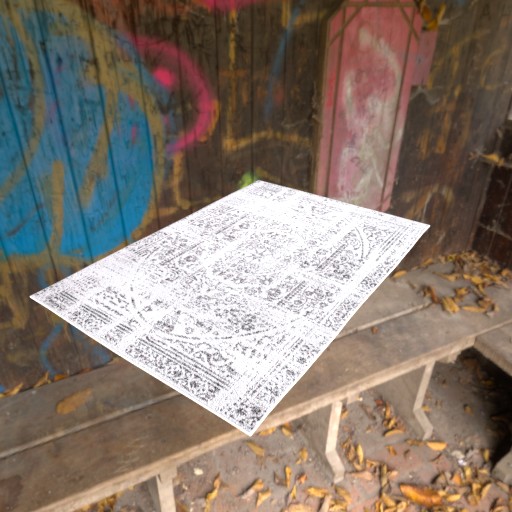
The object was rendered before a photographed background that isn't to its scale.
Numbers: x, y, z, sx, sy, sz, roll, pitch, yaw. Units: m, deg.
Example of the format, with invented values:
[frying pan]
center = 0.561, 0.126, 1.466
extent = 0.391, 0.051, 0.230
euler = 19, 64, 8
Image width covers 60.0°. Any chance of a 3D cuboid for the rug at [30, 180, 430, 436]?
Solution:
[rug]
center = 0.000, 0.000, 3.144
extent = 1.706, 0.026, 2.438
euler = 20, 36, 30
